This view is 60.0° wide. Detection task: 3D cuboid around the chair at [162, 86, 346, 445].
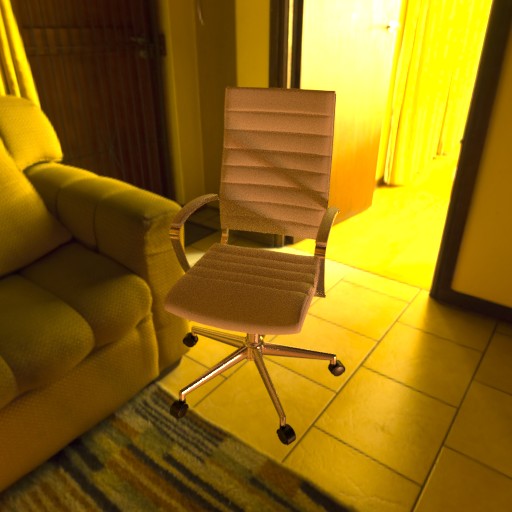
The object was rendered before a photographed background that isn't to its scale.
[{"bbox_3d":[0.000,0.000,1.713,0.766,1.149,0.739,8,29,15],"label":"chair"}]
